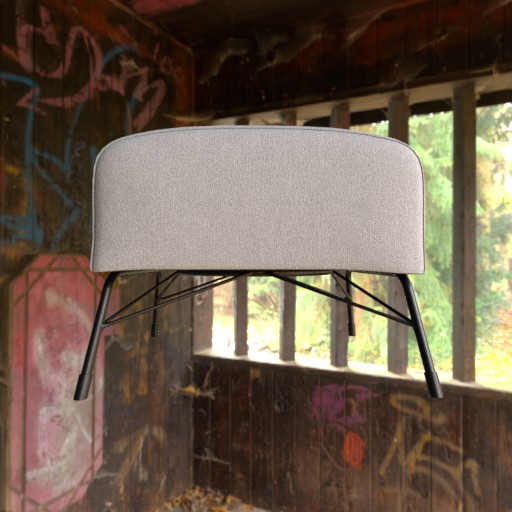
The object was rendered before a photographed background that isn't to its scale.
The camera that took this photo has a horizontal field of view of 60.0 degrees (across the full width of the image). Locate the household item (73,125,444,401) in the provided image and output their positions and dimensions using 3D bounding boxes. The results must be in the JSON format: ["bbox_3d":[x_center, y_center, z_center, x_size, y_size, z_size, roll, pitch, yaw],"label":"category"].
[{"bbox_3d":[0.000,0.000,0.893,0.530,0.410,0.530,0,0,-1],"label":"household item"}]
